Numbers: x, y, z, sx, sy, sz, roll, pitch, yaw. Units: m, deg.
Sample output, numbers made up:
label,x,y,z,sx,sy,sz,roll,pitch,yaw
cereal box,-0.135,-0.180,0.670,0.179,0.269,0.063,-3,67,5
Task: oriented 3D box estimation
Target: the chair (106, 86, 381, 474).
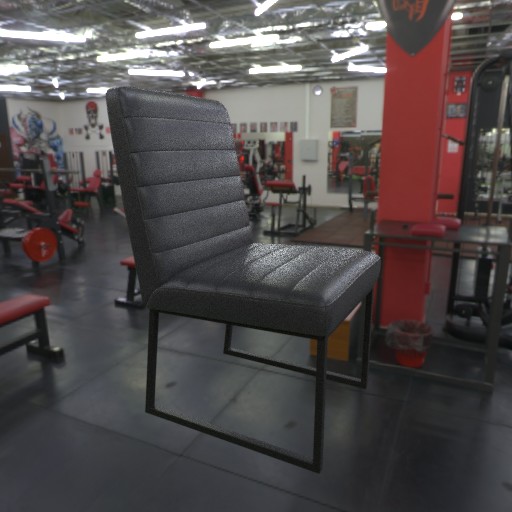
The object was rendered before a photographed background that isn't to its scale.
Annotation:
label,x,y,z,sx,sy,sz,roll,pitch,yaw
chair,0.000,0.000,1.307,0.634,0.930,0.520,7,16,27
